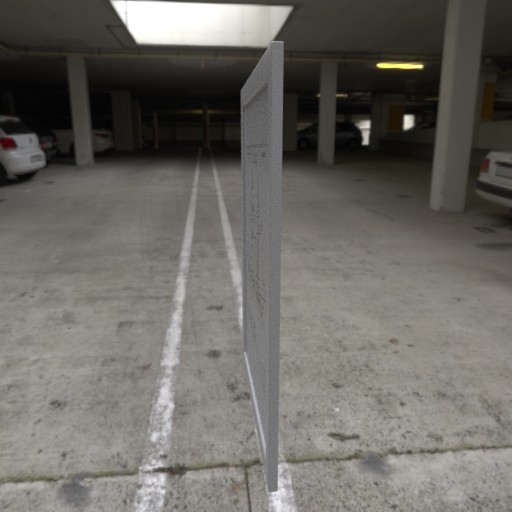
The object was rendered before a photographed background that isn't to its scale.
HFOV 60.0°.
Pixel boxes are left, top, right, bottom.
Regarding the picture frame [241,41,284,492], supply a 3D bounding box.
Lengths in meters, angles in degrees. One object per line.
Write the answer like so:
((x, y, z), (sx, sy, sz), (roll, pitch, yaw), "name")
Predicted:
((0.000, 0.000, 0.691), (0.012, 0.534, 0.381), (-2, 13, -6), "picture frame")
